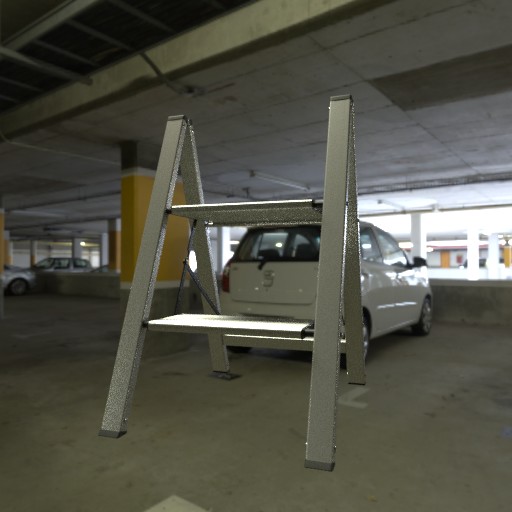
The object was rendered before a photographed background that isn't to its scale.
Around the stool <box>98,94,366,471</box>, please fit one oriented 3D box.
[{"bbox_3d":[0.000,0.000,1.005,0.440,0.670,0.535,0,-1,19],"label":"stool"}]
